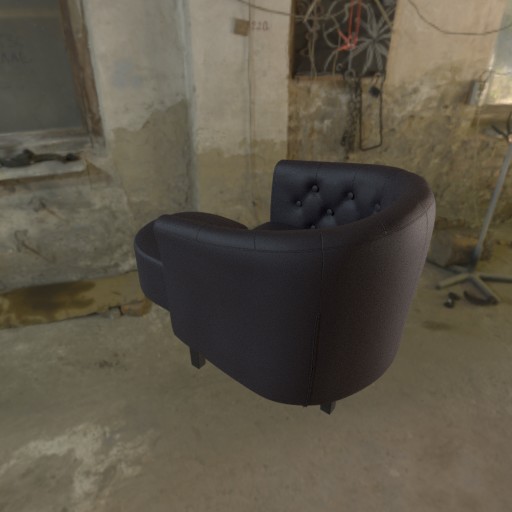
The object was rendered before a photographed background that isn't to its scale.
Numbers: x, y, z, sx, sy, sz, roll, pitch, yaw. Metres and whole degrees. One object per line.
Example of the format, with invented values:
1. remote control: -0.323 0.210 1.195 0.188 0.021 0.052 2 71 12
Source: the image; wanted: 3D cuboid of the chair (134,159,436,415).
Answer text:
1. chair: 0.000 0.000 1.686 1.191 0.760 0.763 22 38 32
